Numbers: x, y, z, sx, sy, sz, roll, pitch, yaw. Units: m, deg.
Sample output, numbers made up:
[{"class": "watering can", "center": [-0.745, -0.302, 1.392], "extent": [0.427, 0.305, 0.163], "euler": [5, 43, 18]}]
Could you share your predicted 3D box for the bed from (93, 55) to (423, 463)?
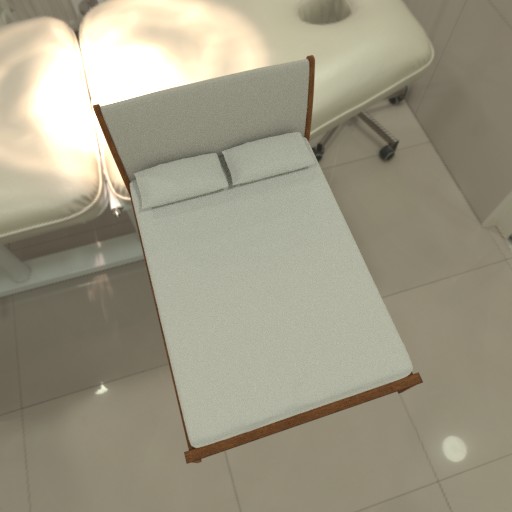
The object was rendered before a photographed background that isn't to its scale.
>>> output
[{"class": "bed", "center": [0.000, 0.000, 2.906], "extent": [1.502, 1.135, 2.108], "euler": [-16, 65, -8]}]
